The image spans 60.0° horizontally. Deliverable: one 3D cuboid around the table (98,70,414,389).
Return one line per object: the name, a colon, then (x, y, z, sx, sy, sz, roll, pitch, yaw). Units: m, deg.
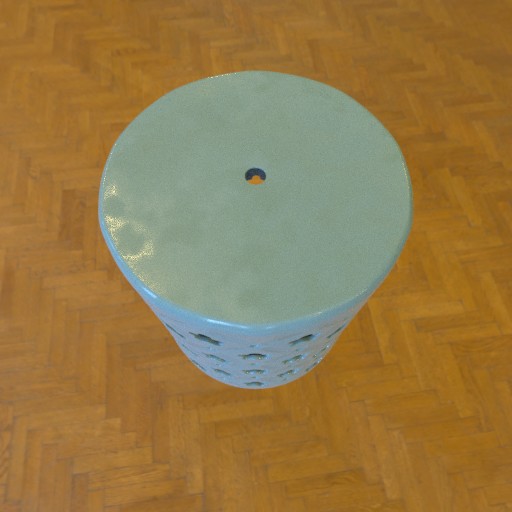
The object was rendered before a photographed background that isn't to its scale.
table: (0.000, 0.000, 0.659, 0.352, 0.387, 0.352, 0, 63, 0)
